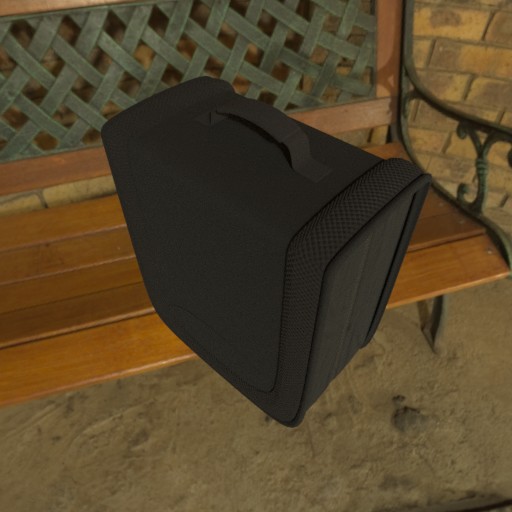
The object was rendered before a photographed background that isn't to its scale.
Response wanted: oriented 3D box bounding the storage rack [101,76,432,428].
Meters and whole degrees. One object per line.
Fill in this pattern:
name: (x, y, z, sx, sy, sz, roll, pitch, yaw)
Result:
storage rack: (0.000, 0.000, 0.544, 0.297, 0.387, 0.168, 34, 55, 27)
